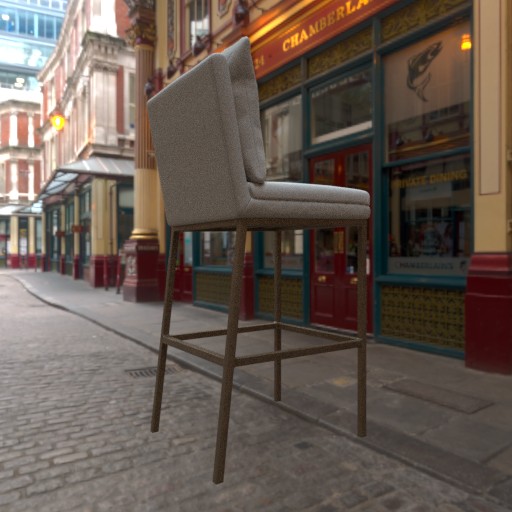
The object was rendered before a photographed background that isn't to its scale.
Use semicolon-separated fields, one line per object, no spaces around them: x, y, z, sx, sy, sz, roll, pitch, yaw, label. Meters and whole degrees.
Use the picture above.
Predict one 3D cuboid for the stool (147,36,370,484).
0.000;0.000;1.409;0.572;1.125;0.463;0;-1;-36;stool
